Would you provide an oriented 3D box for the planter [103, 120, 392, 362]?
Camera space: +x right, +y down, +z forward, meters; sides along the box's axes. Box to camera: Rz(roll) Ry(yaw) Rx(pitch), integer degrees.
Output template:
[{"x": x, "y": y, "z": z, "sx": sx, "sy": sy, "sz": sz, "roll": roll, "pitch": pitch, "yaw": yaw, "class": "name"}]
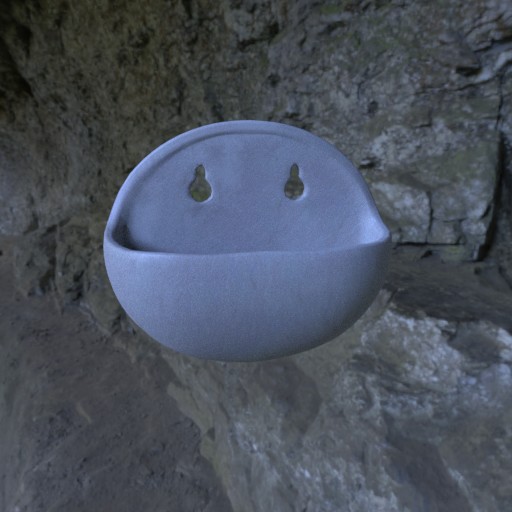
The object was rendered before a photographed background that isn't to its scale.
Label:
[{"x": 0.000, "y": 0.000, "z": 0.277, "sx": 0.190, "sy": 0.164, "sz": 0.073, "roll": -2, "pitch": 16, "yaw": -8, "class": "planter"}]
